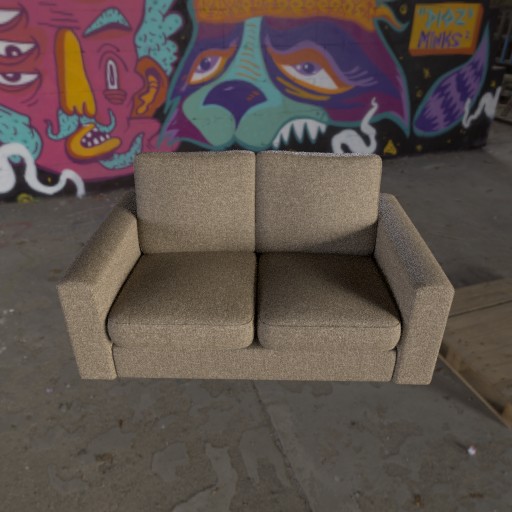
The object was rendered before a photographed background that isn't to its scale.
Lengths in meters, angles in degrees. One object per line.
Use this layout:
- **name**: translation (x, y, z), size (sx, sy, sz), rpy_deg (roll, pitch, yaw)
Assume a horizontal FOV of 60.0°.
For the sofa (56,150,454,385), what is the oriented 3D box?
- **sofa**: translation (0.000, 0.000, 2.233), size (1.616, 0.873, 1.016), rpy_deg (1, 30, 1)
